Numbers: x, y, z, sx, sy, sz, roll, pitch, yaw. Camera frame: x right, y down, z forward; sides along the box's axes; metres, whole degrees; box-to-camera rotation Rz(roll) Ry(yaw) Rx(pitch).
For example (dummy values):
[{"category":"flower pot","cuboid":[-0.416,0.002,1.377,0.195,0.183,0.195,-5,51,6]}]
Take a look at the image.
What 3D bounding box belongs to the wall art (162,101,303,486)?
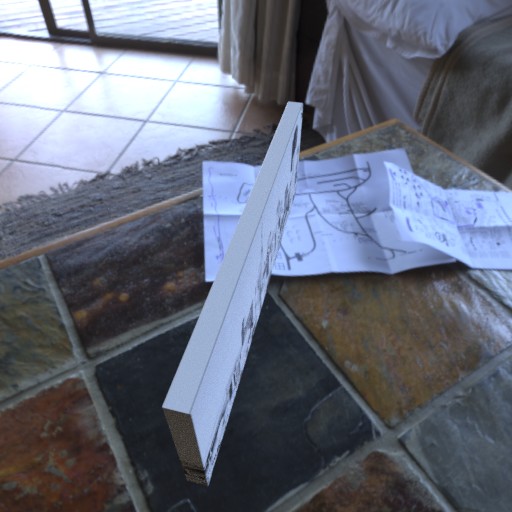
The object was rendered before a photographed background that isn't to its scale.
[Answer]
[{"category":"wall art","cuboid":[0.000,0.000,0.861,0.036,0.256,0.766,10,47,10]}]
